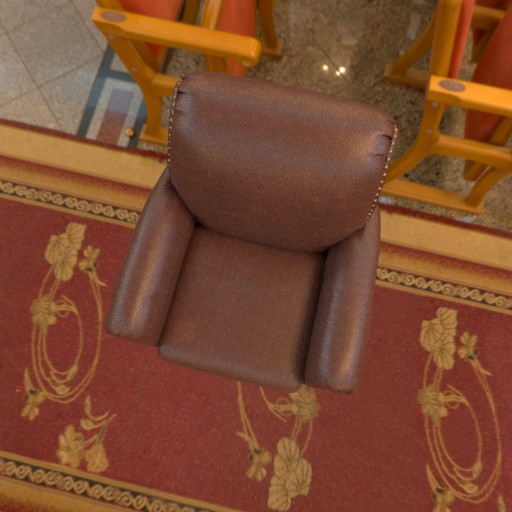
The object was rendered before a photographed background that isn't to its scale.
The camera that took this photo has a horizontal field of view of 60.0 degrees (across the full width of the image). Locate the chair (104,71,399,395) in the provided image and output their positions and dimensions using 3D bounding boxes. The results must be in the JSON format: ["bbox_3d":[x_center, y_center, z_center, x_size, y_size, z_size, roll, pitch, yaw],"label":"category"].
[{"bbox_3d":[0.000,0.000,1.628,0.854,0.927,0.890,13,75,3],"label":"chair"}]
